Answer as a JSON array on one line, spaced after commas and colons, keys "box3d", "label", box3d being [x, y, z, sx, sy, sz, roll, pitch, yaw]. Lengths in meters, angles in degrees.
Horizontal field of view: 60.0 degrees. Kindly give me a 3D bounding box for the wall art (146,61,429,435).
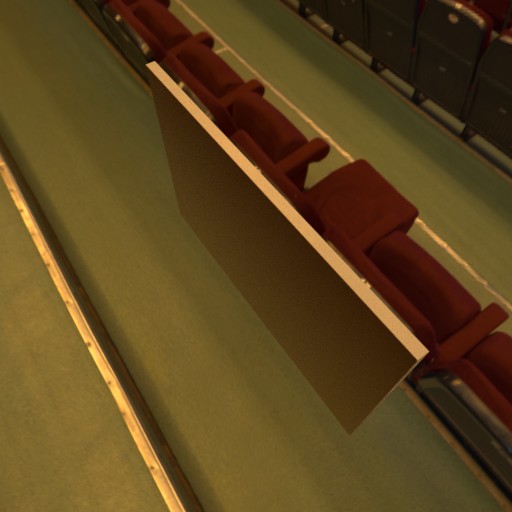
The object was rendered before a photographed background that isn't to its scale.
[{"box3d": [0.000, 0.000, 1.168, 0.027, 0.610, 0.932, -30, 62, -18], "label": "wall art"}]
